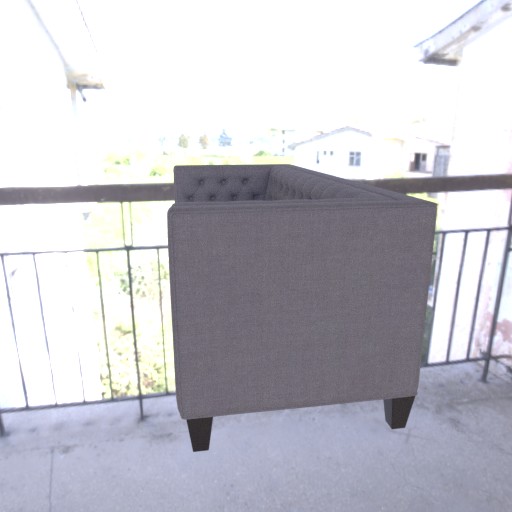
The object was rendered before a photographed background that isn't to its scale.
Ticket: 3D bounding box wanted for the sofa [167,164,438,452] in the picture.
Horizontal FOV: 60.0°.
[{"bbox_3d":[0.000,0.000,2.147,0.775,0.762,1.778,-3,16,-9],"label":"sofa"}]
